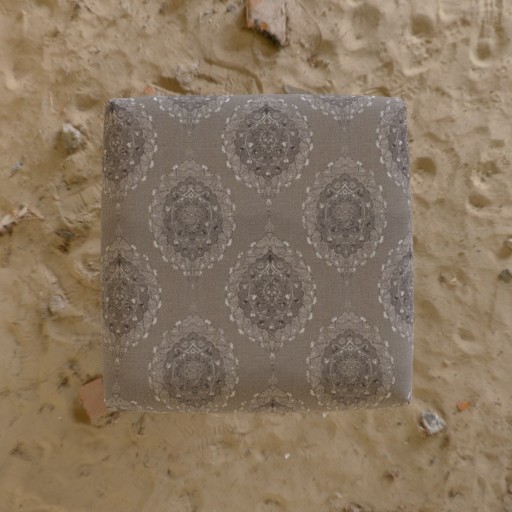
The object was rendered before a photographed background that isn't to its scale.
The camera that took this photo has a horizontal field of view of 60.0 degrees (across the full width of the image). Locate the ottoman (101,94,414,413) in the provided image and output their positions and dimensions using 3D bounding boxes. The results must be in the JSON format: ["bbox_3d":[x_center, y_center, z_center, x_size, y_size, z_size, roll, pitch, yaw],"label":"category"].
[{"bbox_3d":[0.000,0.000,0.888,0.497,0.473,0.507,0,88,-1],"label":"ottoman"}]
